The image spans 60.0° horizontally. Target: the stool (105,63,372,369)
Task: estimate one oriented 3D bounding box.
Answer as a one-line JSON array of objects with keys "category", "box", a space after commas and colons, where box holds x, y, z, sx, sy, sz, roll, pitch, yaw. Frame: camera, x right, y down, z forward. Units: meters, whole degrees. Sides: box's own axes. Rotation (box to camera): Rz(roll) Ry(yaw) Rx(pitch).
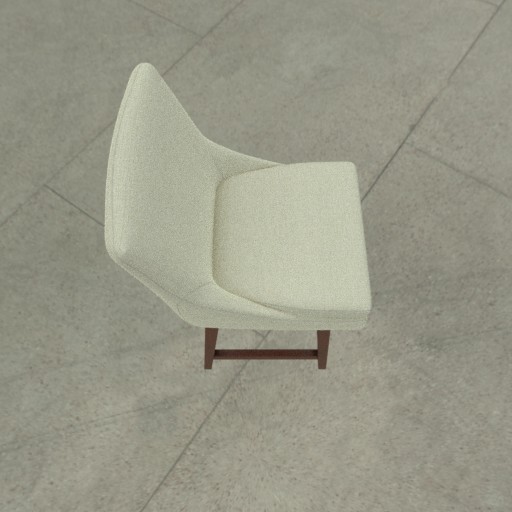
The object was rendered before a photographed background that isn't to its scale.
[{"category": "stool", "box": [0.000, 0.000, 1.274, 0.559, 0.991, 0.469, 0, 65, 0]}]
